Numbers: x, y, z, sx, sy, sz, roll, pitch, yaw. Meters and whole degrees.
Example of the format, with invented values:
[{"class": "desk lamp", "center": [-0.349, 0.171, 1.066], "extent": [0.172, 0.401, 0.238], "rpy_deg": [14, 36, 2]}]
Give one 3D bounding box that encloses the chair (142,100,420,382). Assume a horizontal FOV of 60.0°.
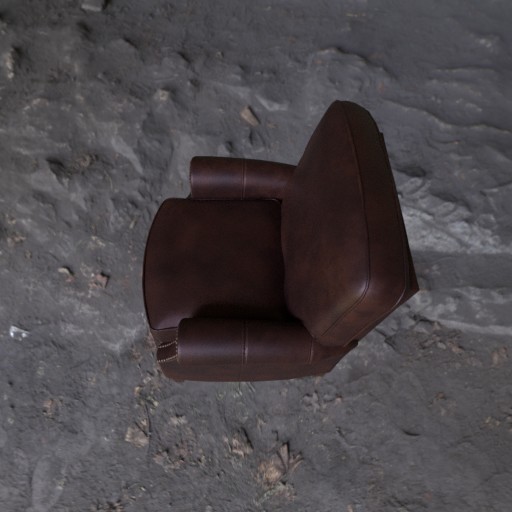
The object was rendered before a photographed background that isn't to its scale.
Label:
[{"class": "chair", "center": [0.000, 0.000, 1.805], "extent": [0.986, 1.018, 0.936], "rpy_deg": [-1, 59, -1]}]
